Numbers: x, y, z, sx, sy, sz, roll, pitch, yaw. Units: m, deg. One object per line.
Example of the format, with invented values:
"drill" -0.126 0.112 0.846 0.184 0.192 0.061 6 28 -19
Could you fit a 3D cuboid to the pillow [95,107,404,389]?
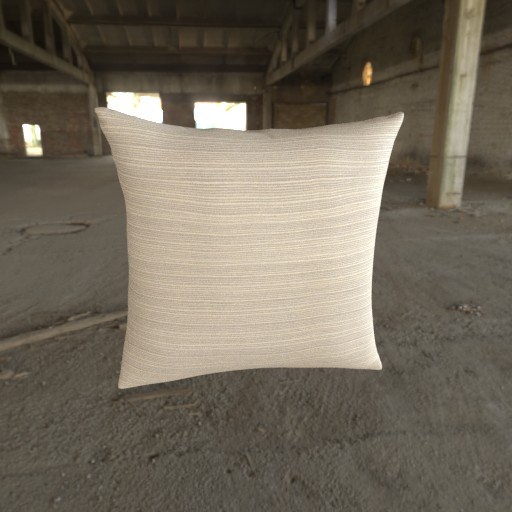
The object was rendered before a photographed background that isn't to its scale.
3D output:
"pillow" 0.000 0.000 0.784 0.512 0.497 0.204 -2 16 -8
